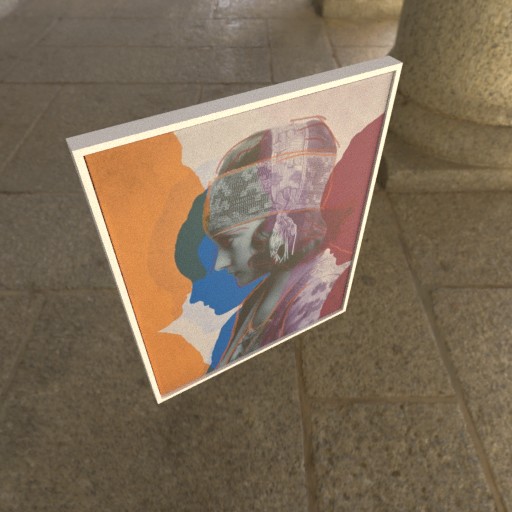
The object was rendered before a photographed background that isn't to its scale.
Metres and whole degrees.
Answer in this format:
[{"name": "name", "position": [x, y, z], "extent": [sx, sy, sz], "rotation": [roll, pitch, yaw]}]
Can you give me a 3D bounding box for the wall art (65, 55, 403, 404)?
[{"name": "wall art", "position": [0.000, 0.000, 0.728], "extent": [0.443, 0.549, 0.030], "rotation": [-22, 50, -20]}]
